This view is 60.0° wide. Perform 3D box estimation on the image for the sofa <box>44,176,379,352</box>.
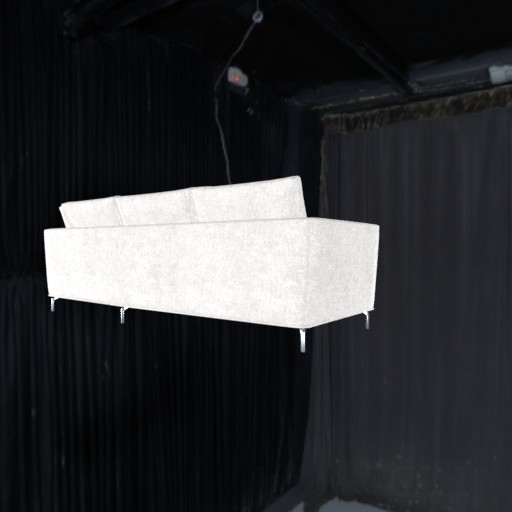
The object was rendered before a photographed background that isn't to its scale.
[{"bbox_3d":[0.000,0.000,3.732,2.438,0.864,2.438,1,1,36],"label":"sofa"}]
